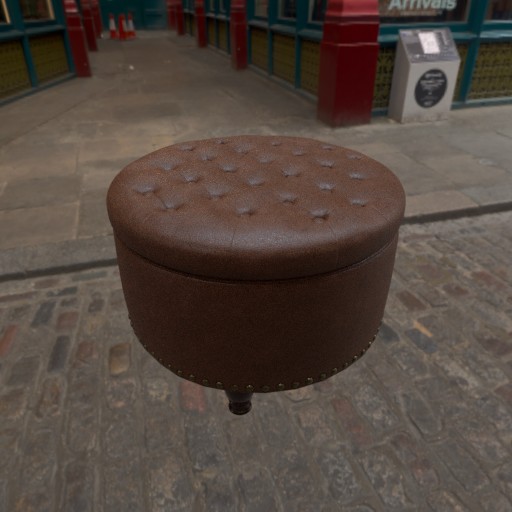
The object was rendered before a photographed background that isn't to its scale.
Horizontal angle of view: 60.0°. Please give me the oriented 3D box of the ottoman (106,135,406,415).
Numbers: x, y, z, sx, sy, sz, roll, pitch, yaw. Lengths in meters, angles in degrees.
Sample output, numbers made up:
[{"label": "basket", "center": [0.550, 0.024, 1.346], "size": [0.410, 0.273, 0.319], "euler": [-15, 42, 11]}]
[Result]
[{"label": "ottoman", "center": [0.000, 0.000, 1.073], "size": [0.637, 0.442, 0.637], "euler": [0, 31, 0]}]
